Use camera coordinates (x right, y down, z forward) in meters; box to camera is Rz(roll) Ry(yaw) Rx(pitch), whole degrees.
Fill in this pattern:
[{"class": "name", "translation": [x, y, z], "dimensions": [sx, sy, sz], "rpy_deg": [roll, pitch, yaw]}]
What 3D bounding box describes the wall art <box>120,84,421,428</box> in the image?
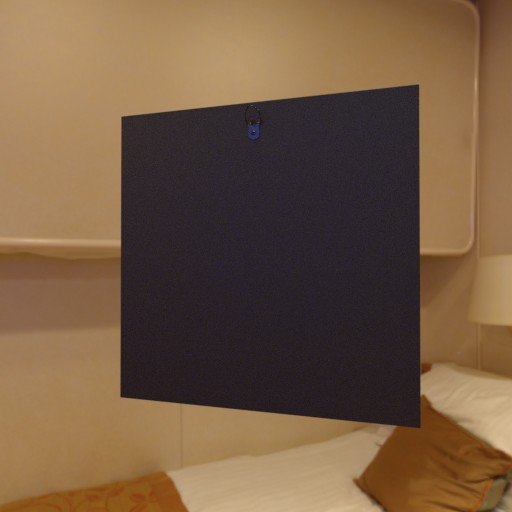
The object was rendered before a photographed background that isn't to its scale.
[{"class": "wall art", "translation": [0.000, 0.000, 0.503], "dimensions": [0.349, 0.349, 0.038], "rpy_deg": [0, -1, 17]}]
